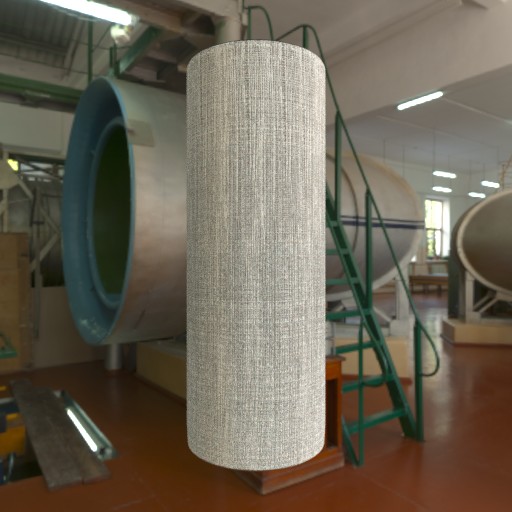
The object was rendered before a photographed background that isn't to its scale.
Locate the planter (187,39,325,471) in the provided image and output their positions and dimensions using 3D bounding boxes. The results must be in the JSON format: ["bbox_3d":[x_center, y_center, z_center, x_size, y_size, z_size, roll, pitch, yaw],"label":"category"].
[{"bbox_3d":[0.000,0.000,0.324,0.100,0.270,0.100,0,0,0],"label":"planter"}]
